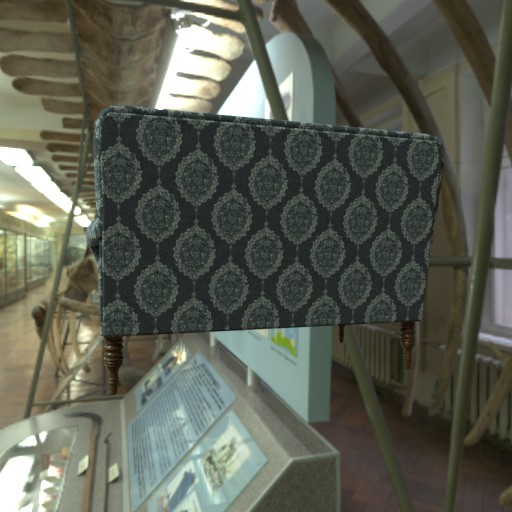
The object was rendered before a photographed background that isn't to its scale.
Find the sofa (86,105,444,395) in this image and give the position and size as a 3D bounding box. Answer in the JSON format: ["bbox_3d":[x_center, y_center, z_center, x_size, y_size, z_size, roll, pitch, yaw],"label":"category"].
[{"bbox_3d":[0.000,0.000,1.777,1.297,0.867,0.779,0,0,-17],"label":"sofa"}]
